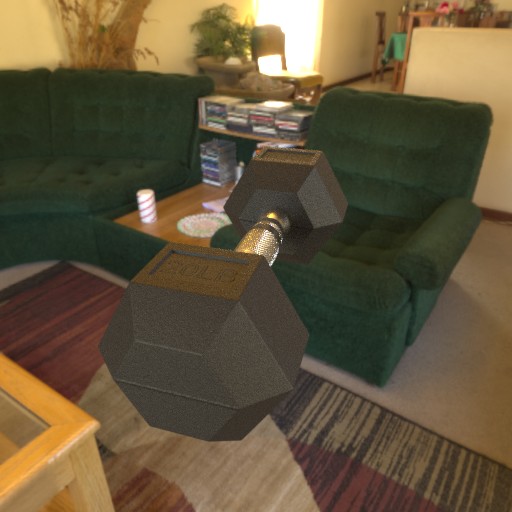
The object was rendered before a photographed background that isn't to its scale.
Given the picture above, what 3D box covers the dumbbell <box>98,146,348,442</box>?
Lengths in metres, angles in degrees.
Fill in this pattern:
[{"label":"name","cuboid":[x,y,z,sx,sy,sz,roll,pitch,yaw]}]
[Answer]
[{"label":"dumbbell","cuboid":[0.000,0.000,0.350,0.116,0.101,0.297,8,31,14]}]
